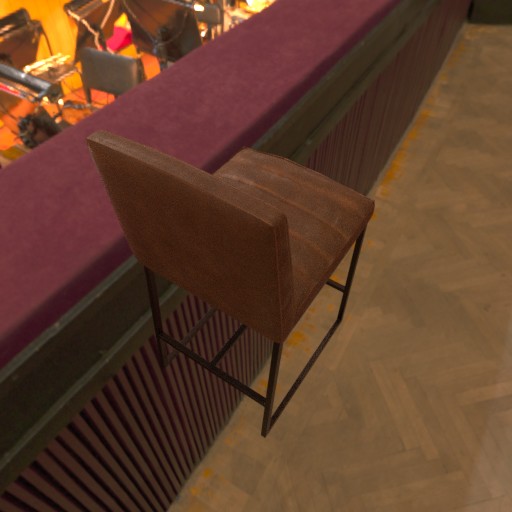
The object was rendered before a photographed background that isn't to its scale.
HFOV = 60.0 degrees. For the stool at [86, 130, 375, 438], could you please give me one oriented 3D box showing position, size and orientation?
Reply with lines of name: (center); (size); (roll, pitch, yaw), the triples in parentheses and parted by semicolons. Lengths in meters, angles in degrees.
stool: (0.000, 0.000, 1.264); (0.463, 0.942, 0.562); (27, 54, 22)
